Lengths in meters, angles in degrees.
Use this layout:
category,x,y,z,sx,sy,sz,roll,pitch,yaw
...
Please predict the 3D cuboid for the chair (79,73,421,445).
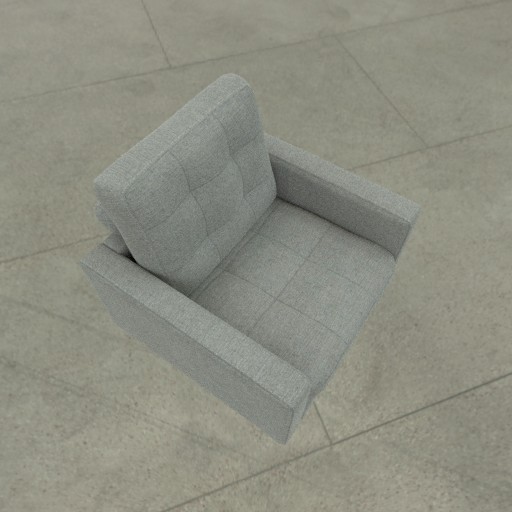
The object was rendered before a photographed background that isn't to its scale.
category,x,y,z,sx,sy,sz,roll,pitch,yaw
chair,0.000,0.000,1.518,0.843,0.880,0.821,30,61,19
